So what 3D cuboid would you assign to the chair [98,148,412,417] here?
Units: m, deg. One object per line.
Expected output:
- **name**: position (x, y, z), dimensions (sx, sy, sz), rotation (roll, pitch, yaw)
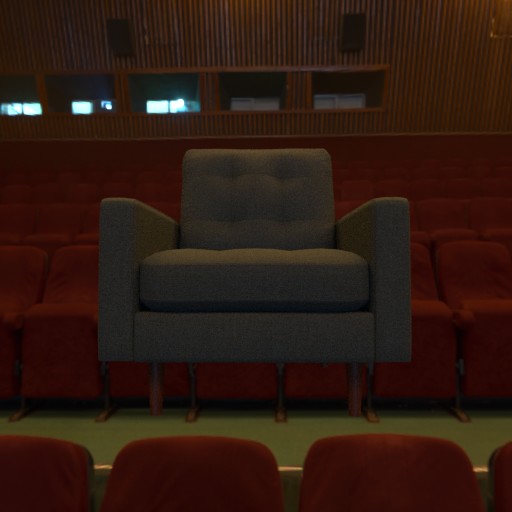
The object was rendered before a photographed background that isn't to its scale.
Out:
- **chair**: position (0.000, 0.000, 1.537), dimensions (0.821, 0.880, 0.843), rotation (0, -2, 1)
